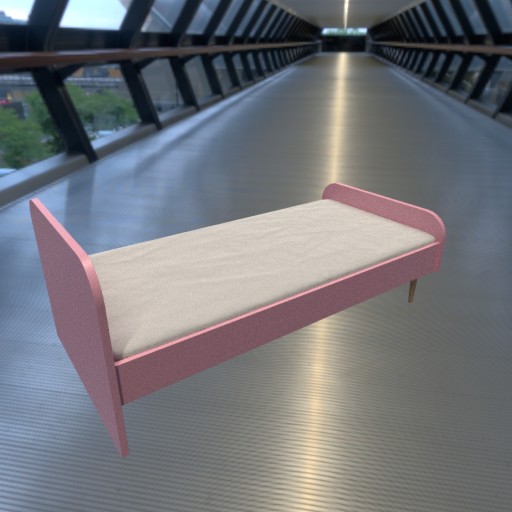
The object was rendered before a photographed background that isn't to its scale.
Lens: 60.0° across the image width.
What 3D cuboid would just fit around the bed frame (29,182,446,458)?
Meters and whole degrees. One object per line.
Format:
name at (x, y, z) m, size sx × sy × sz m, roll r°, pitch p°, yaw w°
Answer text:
bed frame at (0.000, 0.000, 2.410) m, size 1.963 × 0.805 × 0.998 m, roll -17°, pitch 29°, yaw -32°
